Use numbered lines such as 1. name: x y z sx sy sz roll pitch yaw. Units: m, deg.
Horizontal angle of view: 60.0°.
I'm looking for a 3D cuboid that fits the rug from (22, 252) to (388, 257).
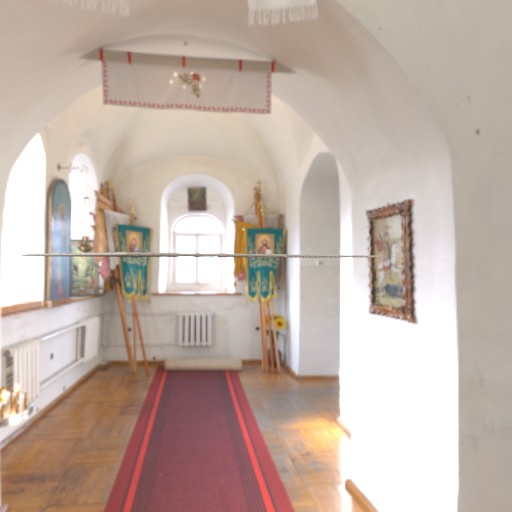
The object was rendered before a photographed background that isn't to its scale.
1. rug: 0.000 0.000 2.420 0.662 0.011 2.196 0 0 37
